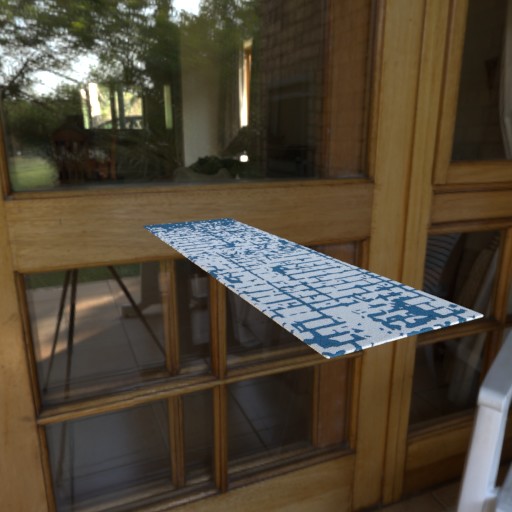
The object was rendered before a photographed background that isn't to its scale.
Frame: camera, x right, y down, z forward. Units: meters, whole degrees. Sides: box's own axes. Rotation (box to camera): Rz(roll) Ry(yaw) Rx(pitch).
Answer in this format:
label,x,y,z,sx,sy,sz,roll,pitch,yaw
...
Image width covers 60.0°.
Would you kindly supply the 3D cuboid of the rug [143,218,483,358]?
label,x,y,z,sx,sy,sz,roll,pitch,yaw
rug,0.000,0.000,2.614,0.750,0.011,2.435,-8,17,-26
